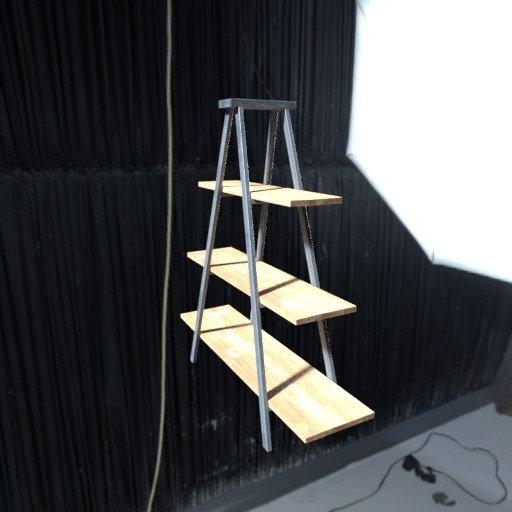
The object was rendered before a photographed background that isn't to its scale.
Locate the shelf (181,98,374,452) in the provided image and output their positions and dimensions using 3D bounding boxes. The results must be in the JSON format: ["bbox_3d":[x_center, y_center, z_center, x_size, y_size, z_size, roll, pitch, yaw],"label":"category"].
[{"bbox_3d":[0.000,0.000,2.734,0.508,1.808,1.746,-8,16,-27],"label":"shelf"}]
